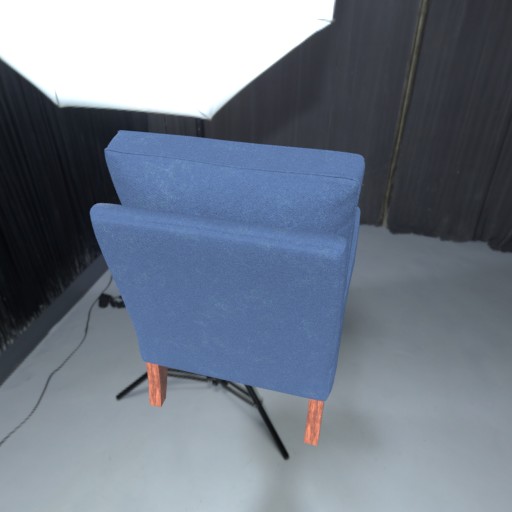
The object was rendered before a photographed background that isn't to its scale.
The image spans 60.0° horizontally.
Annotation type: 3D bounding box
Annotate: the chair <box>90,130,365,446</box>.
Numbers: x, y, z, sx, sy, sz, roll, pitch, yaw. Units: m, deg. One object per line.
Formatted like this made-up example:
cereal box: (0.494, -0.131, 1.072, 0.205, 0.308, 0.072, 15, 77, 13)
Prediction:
chair: (0.000, 0.000, 1.671, 0.724, 1.052, 0.912, 9, 35, 13)
